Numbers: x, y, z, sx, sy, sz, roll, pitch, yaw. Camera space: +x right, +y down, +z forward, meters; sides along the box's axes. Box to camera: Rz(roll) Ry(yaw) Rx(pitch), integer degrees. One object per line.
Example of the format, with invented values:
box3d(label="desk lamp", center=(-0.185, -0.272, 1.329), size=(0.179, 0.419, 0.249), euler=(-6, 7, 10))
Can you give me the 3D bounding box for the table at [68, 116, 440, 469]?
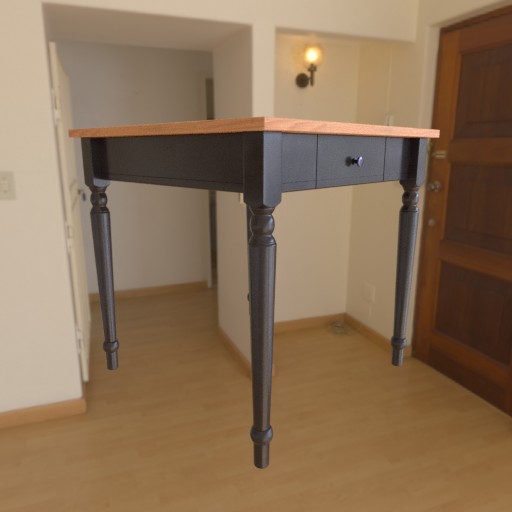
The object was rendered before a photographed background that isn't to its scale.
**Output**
box3d(label="table", center=(0.000, 0.000, 1.345), size=(0.747, 0.738, 0.747), euler=(13, 18, 42))
